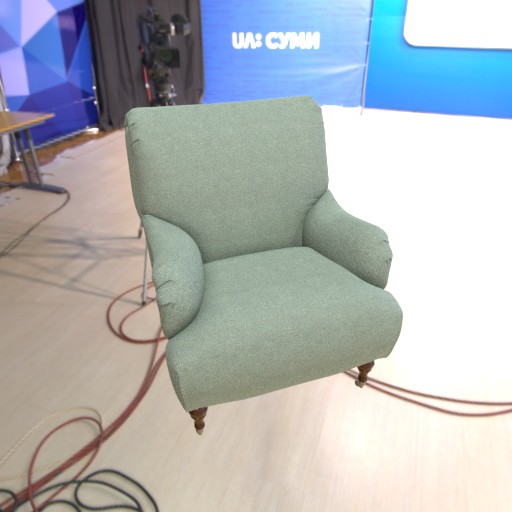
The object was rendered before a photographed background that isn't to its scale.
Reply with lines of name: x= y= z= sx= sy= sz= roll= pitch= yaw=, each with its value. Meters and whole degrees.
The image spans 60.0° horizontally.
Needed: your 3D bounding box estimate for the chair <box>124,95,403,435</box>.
chair: x=0.000 y=0.000 z=1.991 sx=0.964 sy=1.178 sz=1.060 roll=-10 pitch=33 yaw=-16
